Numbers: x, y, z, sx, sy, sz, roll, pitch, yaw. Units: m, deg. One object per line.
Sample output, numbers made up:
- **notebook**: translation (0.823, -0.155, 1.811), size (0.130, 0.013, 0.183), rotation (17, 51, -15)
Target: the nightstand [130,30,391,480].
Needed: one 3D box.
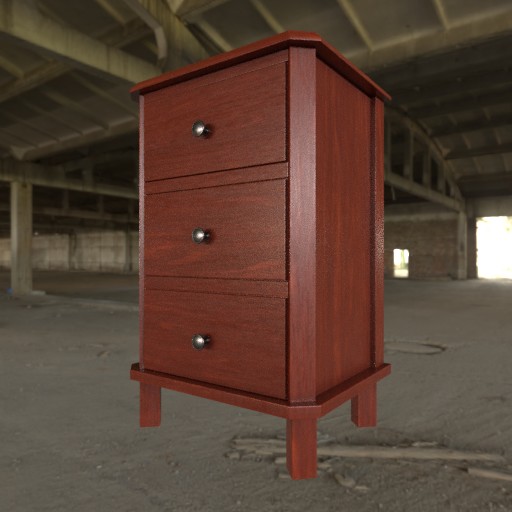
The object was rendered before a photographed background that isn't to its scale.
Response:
- **nightstand**: translation (0.000, 0.000, 0.899), size (0.435, 0.681, 0.351), rotation (0, 0, 36)
